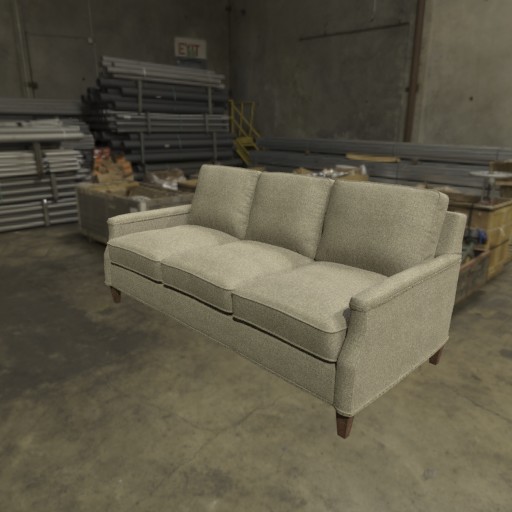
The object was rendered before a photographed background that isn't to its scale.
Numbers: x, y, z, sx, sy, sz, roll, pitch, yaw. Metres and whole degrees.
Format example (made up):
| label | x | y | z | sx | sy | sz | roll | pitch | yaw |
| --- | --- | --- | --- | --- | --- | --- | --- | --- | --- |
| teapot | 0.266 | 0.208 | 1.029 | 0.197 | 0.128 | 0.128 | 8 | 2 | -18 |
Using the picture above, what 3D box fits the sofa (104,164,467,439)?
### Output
| label | x | y | z | sx | sy | sz | roll | pitch | yaw |
| --- | --- | --- | --- | --- | --- | --- | --- | --- | --- |
| sofa | 0.000 | 0.000 | 2.863 | 1.084 | 1.003 | 2.246 | -16 | 23 | -42 |
